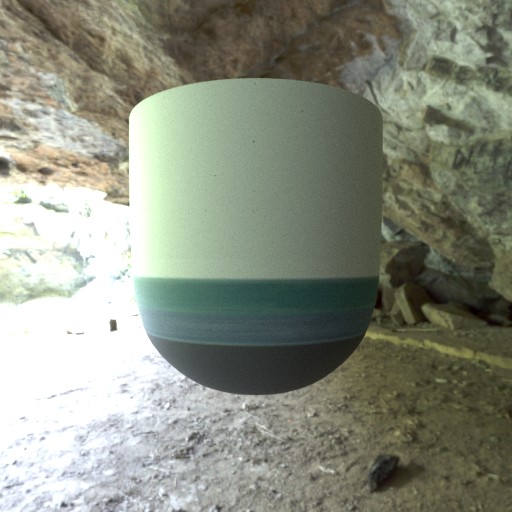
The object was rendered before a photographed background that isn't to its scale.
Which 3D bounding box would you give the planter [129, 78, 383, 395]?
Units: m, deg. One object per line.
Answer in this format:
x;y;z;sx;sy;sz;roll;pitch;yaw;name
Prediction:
0.000;0.000;0.369;0.204;0.214;0.204;0;-1;0;planter
